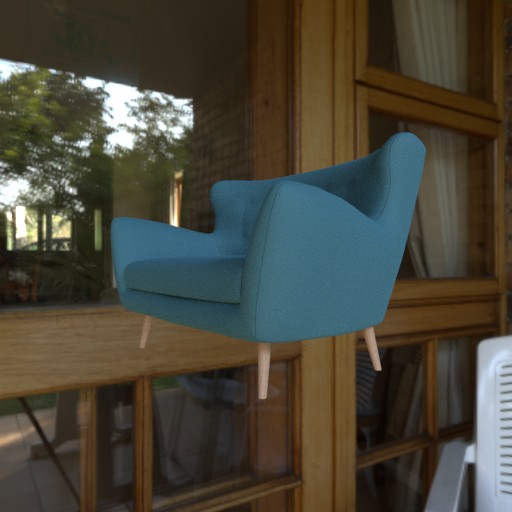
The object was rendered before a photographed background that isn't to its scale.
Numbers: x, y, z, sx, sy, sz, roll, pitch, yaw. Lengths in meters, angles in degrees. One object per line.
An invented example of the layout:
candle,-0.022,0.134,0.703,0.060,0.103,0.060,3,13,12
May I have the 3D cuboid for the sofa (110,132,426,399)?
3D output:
sofa,0.000,0.000,1.969,0.889,0.889,1.397,0,-1,-36
